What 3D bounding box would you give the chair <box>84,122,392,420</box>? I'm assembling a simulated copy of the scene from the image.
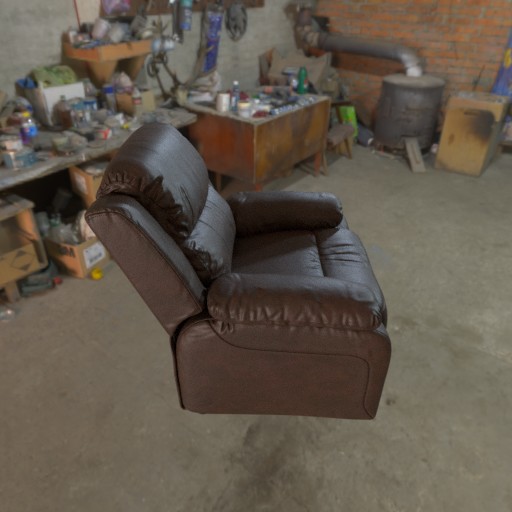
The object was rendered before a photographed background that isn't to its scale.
[{"bbox_3d":[0.000,0.000,1.278,0.707,0.702,0.680,0,31,1],"label":"chair"}]
